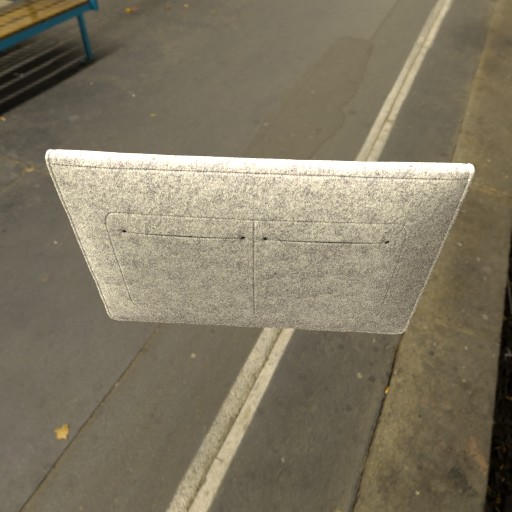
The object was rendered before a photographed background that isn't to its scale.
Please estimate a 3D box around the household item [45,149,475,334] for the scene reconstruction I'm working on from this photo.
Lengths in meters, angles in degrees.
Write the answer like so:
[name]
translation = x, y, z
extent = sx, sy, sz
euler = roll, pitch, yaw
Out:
[household item]
translation = 0.000, 0.000, 0.426
extent = 0.335, 0.221, 0.057
euler = 2, 47, 2
